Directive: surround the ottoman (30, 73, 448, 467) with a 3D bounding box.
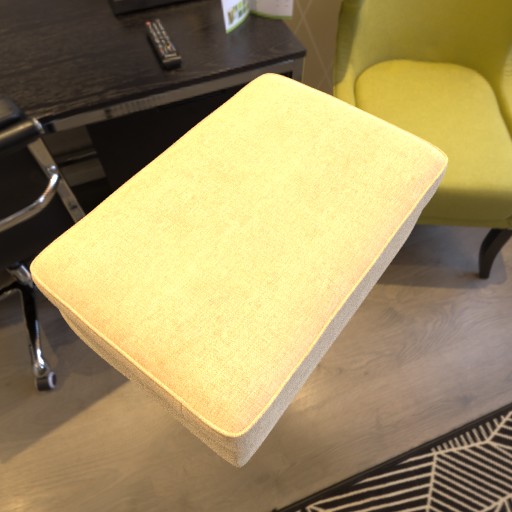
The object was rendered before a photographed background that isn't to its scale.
[{"bbox_3d":[0.000,0.000,1.164,0.583,0.484,0.862,33,63,19],"label":"ottoman"}]
